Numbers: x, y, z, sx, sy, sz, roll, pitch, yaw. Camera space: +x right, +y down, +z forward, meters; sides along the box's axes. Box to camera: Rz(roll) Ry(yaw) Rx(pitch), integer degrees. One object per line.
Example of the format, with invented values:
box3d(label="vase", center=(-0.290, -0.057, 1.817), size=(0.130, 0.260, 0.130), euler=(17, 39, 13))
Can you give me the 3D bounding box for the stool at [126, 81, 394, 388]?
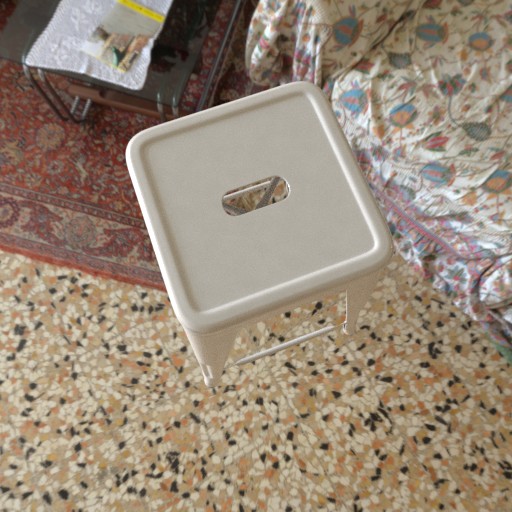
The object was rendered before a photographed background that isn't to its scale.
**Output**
box3d(label="stool", center=(0.000, 0.000, 0.872), size=(0.406, 0.610, 0.406), euler=(-20, 76, -5))
